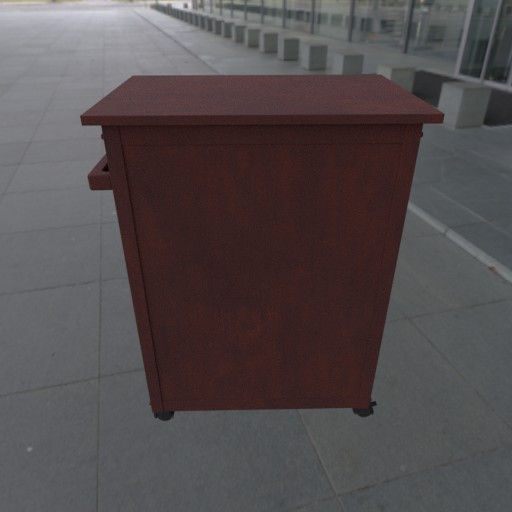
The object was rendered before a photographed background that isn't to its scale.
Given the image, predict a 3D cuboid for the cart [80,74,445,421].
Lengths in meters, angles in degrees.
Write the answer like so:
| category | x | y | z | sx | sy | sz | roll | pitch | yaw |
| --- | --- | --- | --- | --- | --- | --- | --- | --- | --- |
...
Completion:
| category | x | y | z | sx | sy | sz | roll | pitch | yaw |
| --- | --- | --- | --- | --- | --- | --- | --- | --- | --- |
| cart | 0.000 | 0.000 | 1.218 | 0.683 | 0.864 | 0.442 | -1 | 31 | -1 |
